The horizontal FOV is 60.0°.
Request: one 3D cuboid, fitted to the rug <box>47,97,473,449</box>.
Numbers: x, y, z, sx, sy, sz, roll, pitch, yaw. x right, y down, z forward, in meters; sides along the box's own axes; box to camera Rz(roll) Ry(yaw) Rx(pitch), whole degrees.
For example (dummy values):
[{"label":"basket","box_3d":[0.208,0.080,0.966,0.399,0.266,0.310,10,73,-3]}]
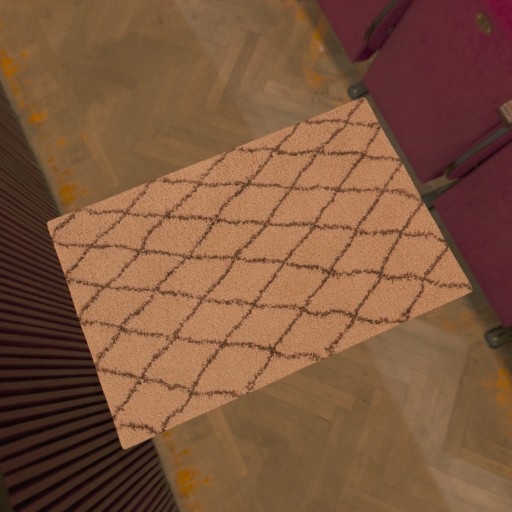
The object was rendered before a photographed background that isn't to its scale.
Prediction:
[{"label":"rug","box_3d":[0.000,0.000,3.347,2.743,0.030,1.778,-23,77,-6]}]
